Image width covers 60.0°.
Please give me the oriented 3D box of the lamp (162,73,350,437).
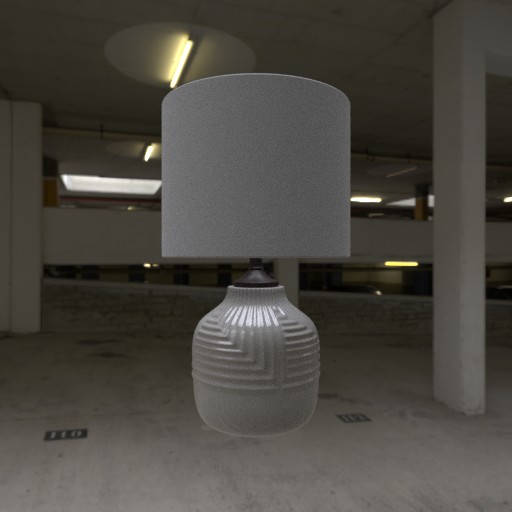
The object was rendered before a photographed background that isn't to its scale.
[{"bbox_3d":[0.000,0.000,0.763,0.318,0.567,0.318,0,0,0],"label":"lamp"}]
